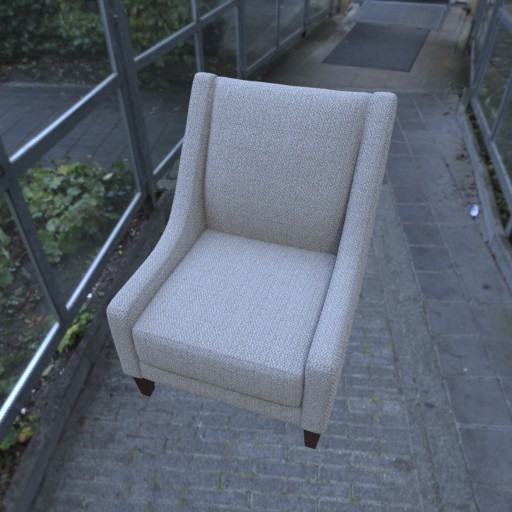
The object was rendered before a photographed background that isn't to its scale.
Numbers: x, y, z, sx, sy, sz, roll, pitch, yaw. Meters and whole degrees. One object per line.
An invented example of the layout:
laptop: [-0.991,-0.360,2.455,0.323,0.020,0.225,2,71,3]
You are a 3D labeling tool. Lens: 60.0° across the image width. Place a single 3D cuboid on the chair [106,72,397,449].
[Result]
chair: [0.000,0.000,1.623,0.774,1.014,0.870,12,40,15]
